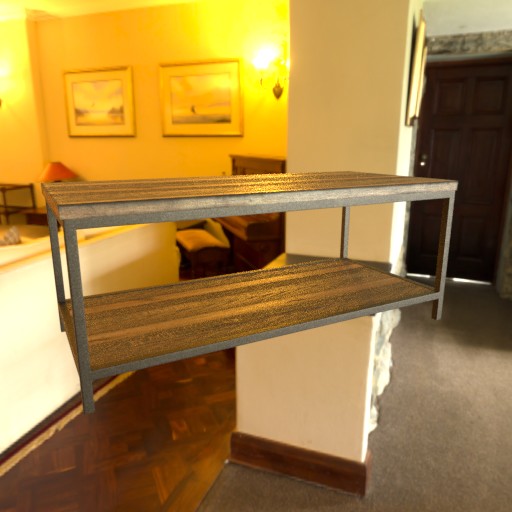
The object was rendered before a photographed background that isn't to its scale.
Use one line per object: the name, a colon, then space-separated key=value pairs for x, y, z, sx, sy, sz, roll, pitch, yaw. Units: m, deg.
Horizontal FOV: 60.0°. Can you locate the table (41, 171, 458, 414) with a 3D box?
table: x=0.000 y=0.000 z=1.203 sx=0.990 sy=0.399 sz=0.452 roll=-8 pitch=16 yaw=-27
